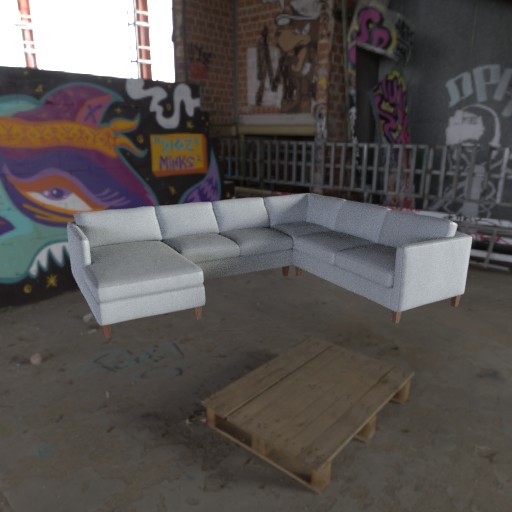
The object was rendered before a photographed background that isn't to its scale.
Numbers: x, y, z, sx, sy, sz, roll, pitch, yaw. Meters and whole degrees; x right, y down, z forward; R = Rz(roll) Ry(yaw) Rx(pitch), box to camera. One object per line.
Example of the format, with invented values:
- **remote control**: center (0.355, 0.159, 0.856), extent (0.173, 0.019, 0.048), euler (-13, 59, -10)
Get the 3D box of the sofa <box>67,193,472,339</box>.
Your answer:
- **sofa**: center (0.000, 0.000, 4.464), extent (3.238, 0.853, 2.551), euler (-9, 18, -28)
